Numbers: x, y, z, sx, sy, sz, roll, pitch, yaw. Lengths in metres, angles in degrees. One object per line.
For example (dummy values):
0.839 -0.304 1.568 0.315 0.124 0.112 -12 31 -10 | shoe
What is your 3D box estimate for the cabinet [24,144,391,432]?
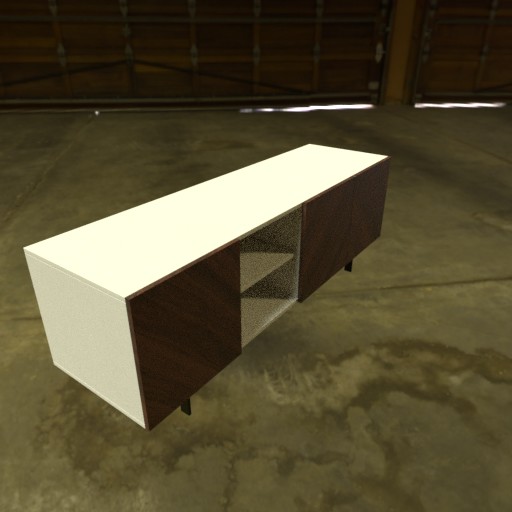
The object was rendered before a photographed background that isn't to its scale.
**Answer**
0.000 0.000 1.721 0.431 0.533 1.499 18 32 32 | cabinet
